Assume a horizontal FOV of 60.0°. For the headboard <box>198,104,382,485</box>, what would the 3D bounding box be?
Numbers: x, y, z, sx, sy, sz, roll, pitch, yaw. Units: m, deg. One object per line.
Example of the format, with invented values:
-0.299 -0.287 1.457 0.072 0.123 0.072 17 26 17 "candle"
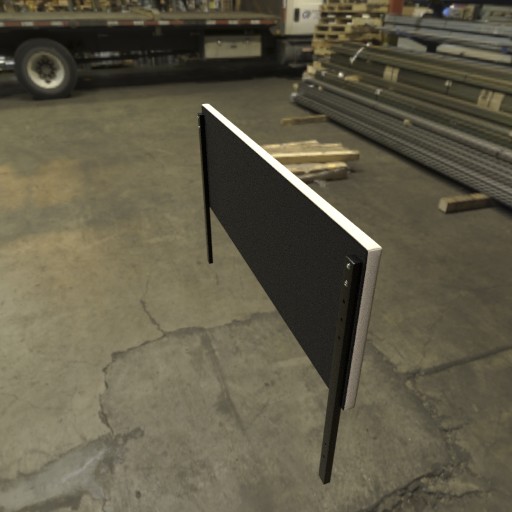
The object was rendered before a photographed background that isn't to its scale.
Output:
0.000 0.000 2.849 0.120 1.410 2.362 -11 33 -17 "headboard"
